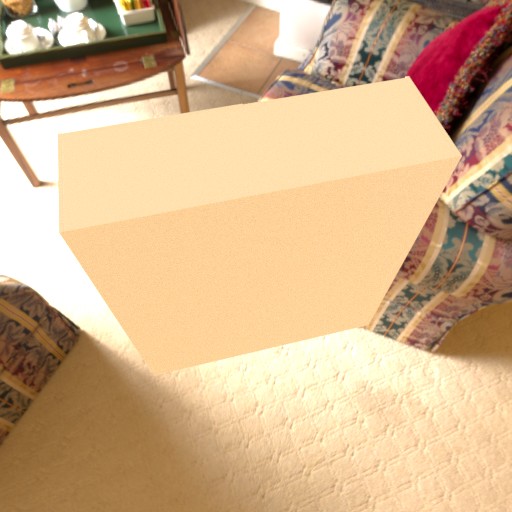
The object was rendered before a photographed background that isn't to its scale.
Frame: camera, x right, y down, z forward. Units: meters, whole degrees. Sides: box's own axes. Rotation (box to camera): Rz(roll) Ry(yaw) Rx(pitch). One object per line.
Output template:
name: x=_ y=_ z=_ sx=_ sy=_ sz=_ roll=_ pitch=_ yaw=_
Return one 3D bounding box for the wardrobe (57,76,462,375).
wardrobe: x=0.000 y=0.000 z=2.964 sx=1.830 sy=2.020 sz=0.600 roll=-12 pitch=59 yaw=-7
